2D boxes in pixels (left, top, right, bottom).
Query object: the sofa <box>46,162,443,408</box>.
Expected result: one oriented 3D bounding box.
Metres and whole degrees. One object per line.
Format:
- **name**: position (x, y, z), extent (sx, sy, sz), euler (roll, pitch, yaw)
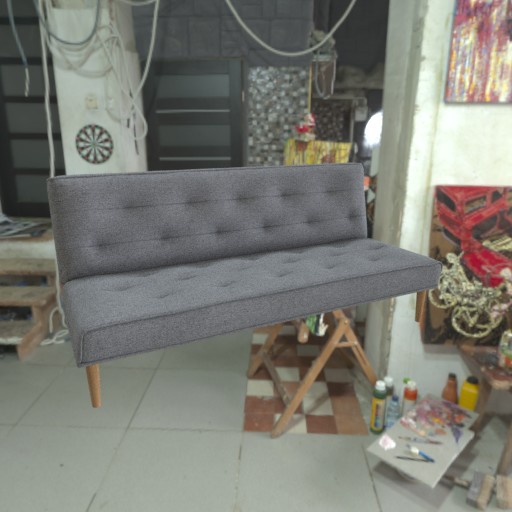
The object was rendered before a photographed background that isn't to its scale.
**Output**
- **sofa**: position (0.000, 0.000, 2.247), extent (1.820, 0.830, 0.810), euler (-8, 18, -26)
